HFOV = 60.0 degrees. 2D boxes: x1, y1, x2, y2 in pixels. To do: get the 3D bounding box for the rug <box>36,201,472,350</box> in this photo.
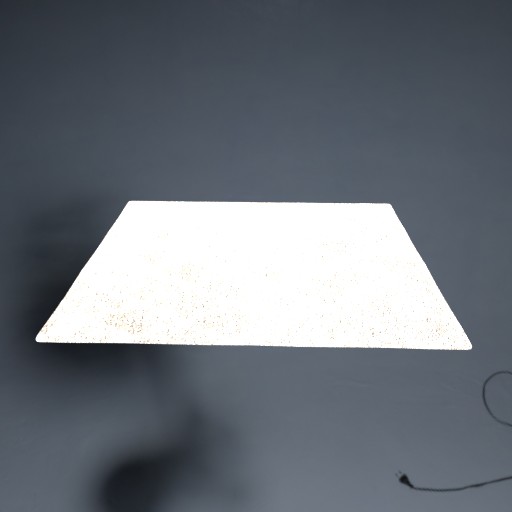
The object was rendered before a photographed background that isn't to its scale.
[{"bbox_3d":[0.000,0.000,4.124,3.047,0.029,2.438,1,30,1],"label":"rug"}]
